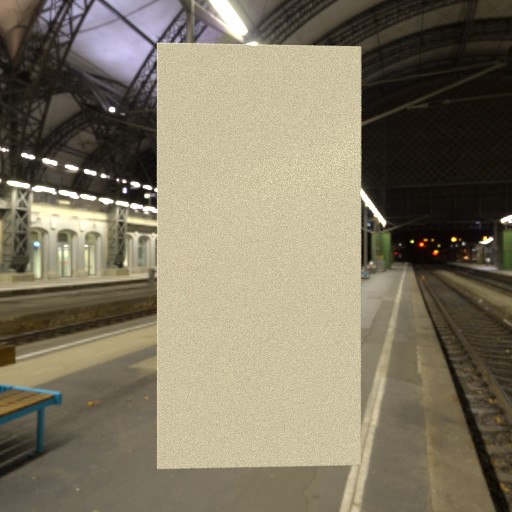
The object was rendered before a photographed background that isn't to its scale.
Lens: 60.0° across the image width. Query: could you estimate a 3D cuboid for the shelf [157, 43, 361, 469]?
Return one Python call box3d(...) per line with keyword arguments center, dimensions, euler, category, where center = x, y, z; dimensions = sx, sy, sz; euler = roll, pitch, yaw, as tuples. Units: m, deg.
box3d(center=(0.000, 0.000, 0.771), dimensions=(0.290, 0.594, 0.297), euler=(0, 0, -2), category="shelf")
